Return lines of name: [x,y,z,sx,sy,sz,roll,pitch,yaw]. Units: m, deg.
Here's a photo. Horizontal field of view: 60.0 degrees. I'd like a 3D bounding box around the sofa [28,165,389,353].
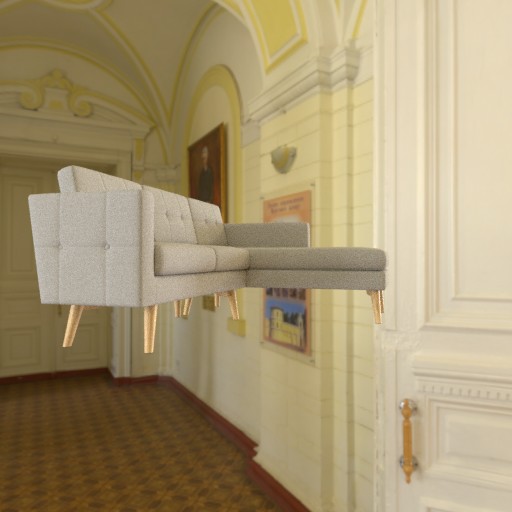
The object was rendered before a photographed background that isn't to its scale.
sofa: [0.000,0.000,2.728,1.530,0.860,2.040,0,0,18]
